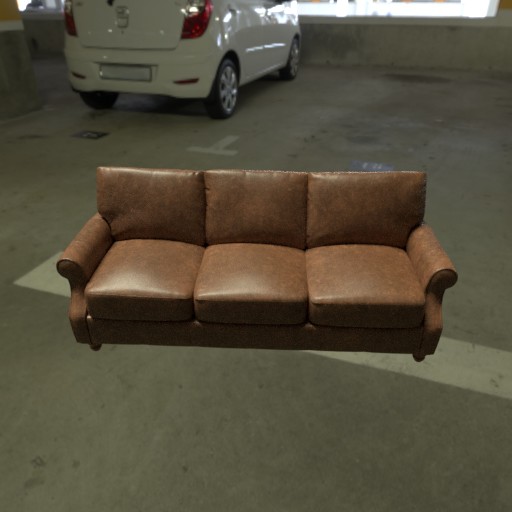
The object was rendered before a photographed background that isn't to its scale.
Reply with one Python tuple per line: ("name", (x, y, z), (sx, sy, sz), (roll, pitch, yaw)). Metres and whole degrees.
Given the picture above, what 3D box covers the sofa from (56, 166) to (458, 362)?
("sofa", (0.000, 0.000, 2.898), (2.351, 0.977, 0.973), (1, 30, 2))
